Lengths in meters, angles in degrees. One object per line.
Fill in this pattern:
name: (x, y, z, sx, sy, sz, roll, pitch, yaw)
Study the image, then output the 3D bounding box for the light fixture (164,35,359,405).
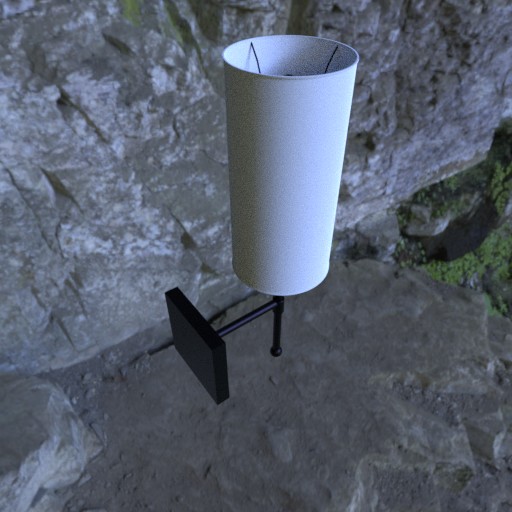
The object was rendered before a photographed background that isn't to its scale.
light fixture: (0.000, 0.000, 0.550, 0.208, 0.462, 0.128, -26, 47, -27)
